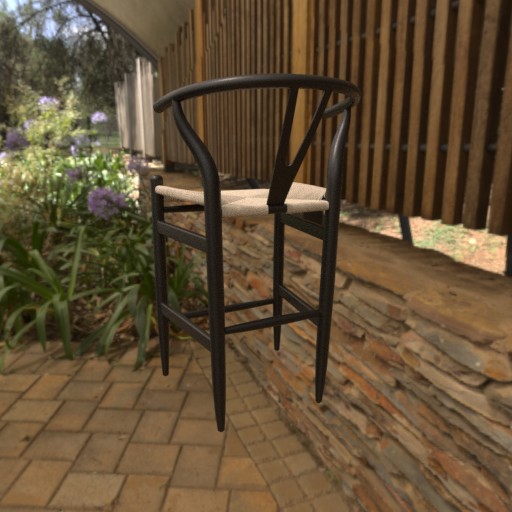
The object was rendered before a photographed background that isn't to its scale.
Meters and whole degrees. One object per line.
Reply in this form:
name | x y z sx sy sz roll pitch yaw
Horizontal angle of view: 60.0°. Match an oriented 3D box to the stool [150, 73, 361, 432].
stool | 0.000 0.000 1.362 0.569 0.970 0.579 -7 16 -26
